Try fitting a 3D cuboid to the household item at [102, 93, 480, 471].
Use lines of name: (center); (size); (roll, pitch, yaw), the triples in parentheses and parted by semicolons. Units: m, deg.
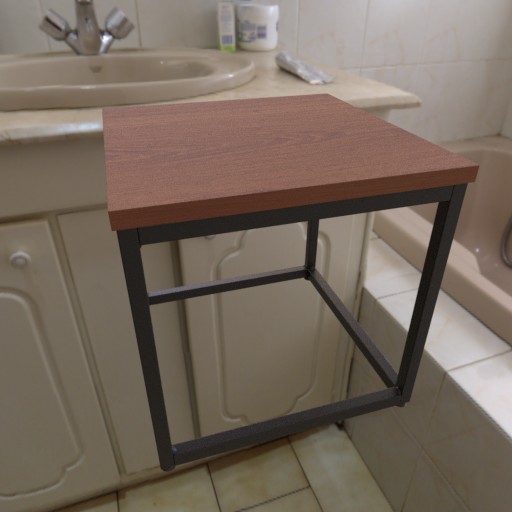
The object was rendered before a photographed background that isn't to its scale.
household item: (0.000, 0.000, 0.713); (0.400, 0.400, 0.400); (-9, 33, -15)
